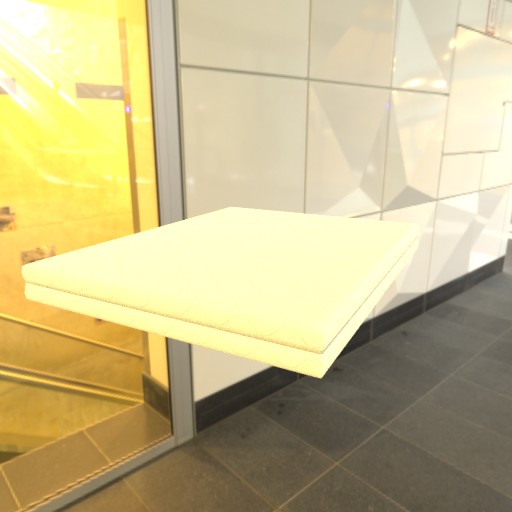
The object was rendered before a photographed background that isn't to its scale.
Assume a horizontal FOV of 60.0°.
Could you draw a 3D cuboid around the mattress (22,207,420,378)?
[{"bbox_3d":[0.000,0.000,2.718,1.600,0.200,2.000,8,18,27],"label":"mattress"}]
